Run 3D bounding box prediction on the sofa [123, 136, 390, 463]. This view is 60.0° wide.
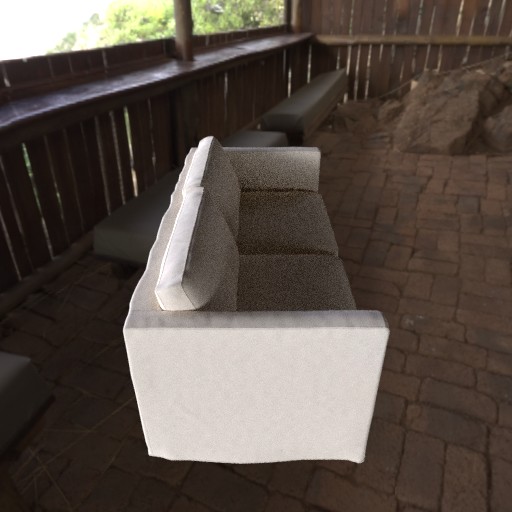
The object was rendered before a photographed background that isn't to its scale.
[{"bbox_3d":[0.000,0.000,2.485,0.940,0.870,1.987,0,32,0],"label":"sofa"}]
